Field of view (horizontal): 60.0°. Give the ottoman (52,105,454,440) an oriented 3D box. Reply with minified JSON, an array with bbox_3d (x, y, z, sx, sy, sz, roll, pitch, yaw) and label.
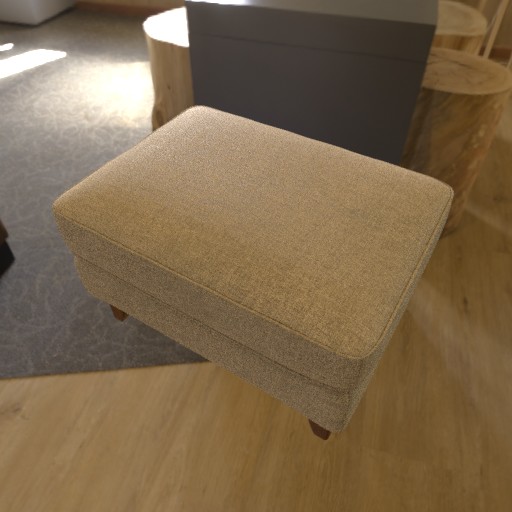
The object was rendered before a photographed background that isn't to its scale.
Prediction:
[{"bbox_3d":[0.000,0.000,1.306,0.889,0.561,0.661,24,50,22],"label":"ottoman"}]
